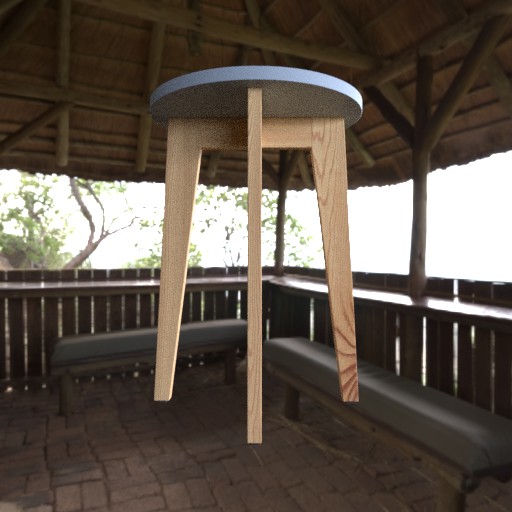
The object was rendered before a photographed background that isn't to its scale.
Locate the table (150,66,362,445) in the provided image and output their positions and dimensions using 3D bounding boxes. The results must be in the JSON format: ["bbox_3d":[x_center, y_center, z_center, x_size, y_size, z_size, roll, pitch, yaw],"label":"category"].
[{"bbox_3d":[0.000,0.000,0.755,0.350,0.500,0.350,0,1,0],"label":"table"}]
